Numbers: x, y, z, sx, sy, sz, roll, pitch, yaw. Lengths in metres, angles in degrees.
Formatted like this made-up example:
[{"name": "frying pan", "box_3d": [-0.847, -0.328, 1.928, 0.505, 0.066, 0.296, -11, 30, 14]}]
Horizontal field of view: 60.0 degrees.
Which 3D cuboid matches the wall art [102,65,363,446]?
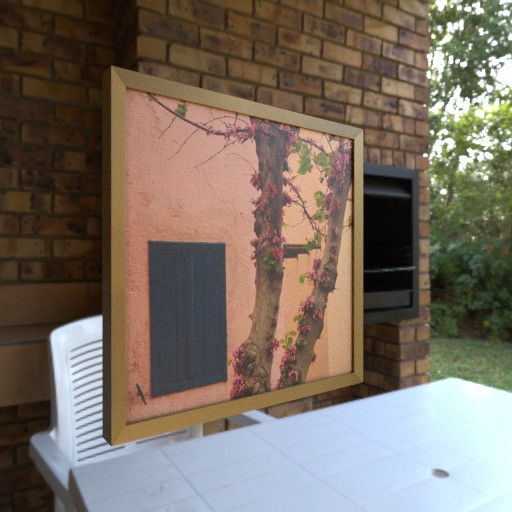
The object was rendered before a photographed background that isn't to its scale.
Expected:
[{"name": "wall art", "box_3d": [0.000, 0.000, 0.757, 0.507, 0.508, 0.038, 0, 0, -36]}]
